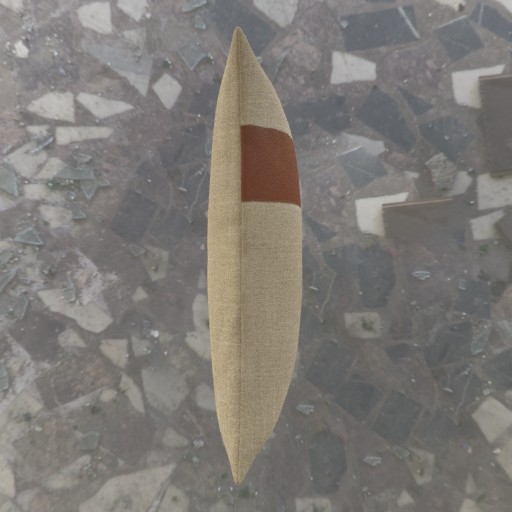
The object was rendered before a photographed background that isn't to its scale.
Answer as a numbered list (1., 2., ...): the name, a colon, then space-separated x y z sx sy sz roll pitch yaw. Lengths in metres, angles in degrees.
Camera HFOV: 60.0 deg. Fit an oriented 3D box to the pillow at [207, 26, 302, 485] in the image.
1. pillow: 0.000 0.000 0.731 0.155 0.282 0.612 0 90 0
